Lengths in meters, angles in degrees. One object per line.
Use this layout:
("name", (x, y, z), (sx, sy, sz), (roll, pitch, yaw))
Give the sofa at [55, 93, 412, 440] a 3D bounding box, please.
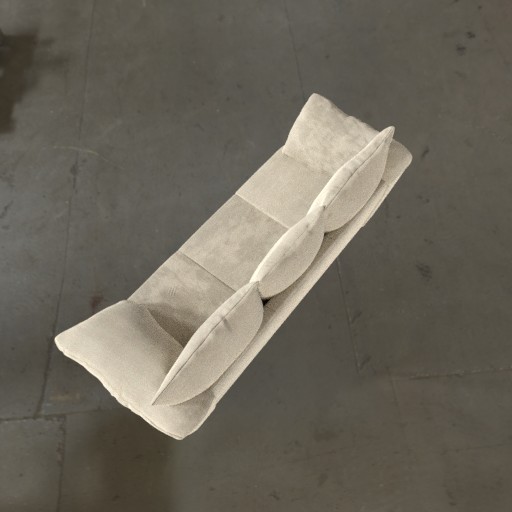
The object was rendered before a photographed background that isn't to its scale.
("sofa", (0.000, 0.000, 2.883), (0.893, 0.981, 2.377), (36, 68, 17))
